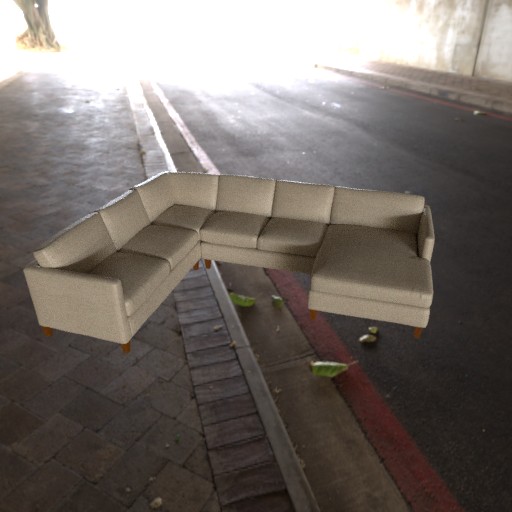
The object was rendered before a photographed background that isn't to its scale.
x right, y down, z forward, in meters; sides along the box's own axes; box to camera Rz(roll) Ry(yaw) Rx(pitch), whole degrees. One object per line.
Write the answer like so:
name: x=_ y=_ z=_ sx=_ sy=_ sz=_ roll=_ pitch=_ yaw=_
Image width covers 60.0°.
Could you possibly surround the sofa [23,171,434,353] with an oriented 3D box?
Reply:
sofa: x=0.000 y=0.000 z=4.556 sx=3.460 sy=0.961 sz=2.594 roll=8 pitch=29 yaw=15
